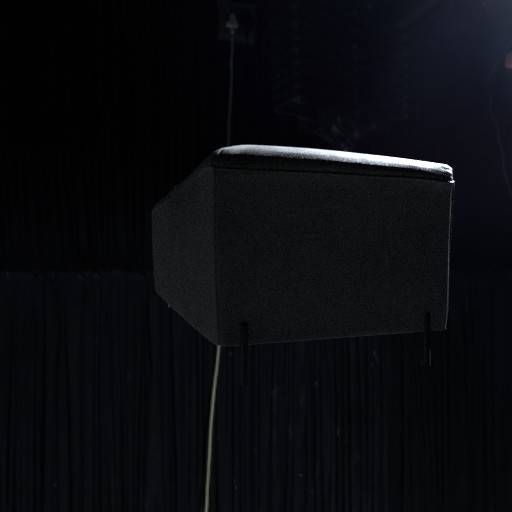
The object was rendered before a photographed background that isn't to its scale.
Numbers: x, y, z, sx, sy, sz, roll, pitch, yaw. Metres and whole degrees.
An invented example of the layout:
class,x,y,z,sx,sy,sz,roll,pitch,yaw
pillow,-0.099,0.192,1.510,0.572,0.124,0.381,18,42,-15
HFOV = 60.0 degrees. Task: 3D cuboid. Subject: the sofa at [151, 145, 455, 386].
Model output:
class,x,y,z,sx,sy,sz,roll,pitch,yaw
sofa,0.000,0.000,2.312,0.905,0.747,1.878,0,1,-18
